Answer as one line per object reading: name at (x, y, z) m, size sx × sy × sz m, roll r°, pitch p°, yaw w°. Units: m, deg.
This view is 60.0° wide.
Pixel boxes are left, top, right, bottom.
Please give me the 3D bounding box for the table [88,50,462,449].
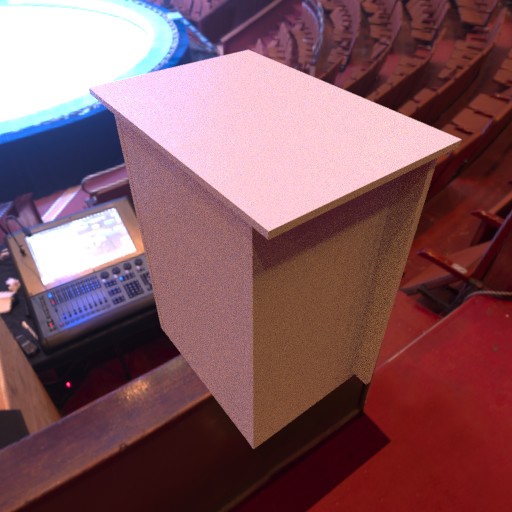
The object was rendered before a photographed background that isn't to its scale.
table at (0.000, 0.000, 1.047) m, size 0.406 × 0.711 × 0.589 m, roll -27°, pitch 48°, yaw -27°
